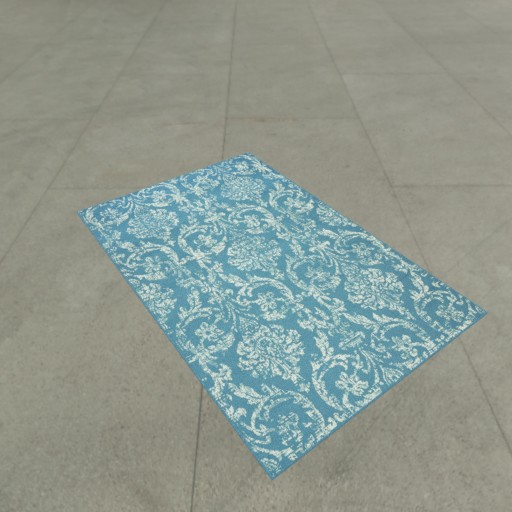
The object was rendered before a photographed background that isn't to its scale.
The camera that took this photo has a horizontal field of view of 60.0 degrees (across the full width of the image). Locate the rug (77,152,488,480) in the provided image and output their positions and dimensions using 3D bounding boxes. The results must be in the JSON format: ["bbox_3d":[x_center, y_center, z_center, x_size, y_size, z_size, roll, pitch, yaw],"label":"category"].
[{"bbox_3d":[0.000,0.000,3.375,1.816,0.018,2.746,-26,47,-26],"label":"rug"}]
